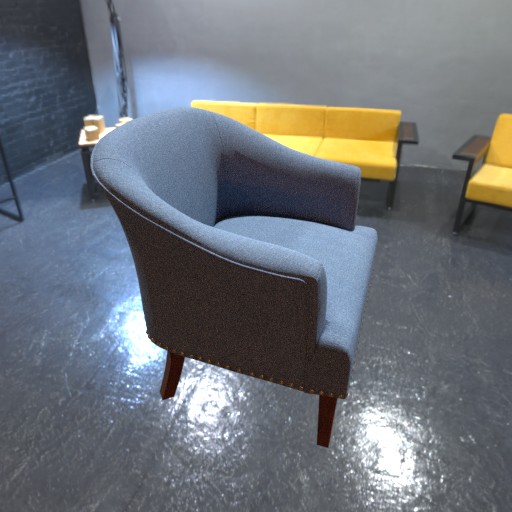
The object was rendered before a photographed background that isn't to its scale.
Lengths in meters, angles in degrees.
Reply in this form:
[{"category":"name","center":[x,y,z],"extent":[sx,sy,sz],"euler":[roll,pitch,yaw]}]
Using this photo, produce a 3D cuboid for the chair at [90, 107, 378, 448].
[{"category":"chair","center":[0.000,0.000,1.389],"extent":[0.704,0.815,0.772],"euler":[10,31,16]}]
